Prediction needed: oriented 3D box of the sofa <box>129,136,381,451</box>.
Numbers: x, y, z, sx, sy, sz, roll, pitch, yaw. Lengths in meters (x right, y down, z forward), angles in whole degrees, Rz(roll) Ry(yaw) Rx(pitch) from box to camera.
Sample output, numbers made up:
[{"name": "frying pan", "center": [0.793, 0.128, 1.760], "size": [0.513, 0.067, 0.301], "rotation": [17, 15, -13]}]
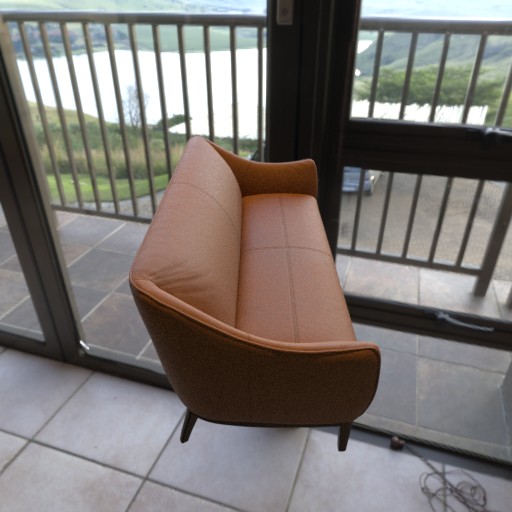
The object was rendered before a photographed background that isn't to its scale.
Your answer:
[{"name": "sofa", "center": [0.000, 0.000, 2.363], "size": [0.869, 0.830, 1.928], "rotation": [0, 31, 0]}]
